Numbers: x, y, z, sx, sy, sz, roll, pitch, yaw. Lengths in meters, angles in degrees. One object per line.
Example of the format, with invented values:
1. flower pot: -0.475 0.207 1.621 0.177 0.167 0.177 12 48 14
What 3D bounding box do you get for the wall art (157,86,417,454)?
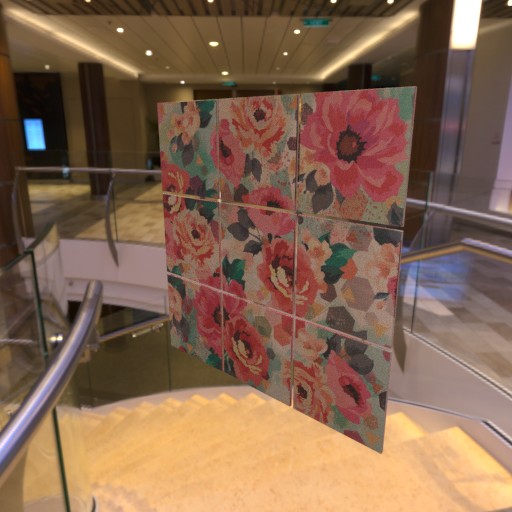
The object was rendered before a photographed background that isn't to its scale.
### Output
1. wall art: 0.000 0.000 1.801 1.216 1.220 0.013 14 21 41
